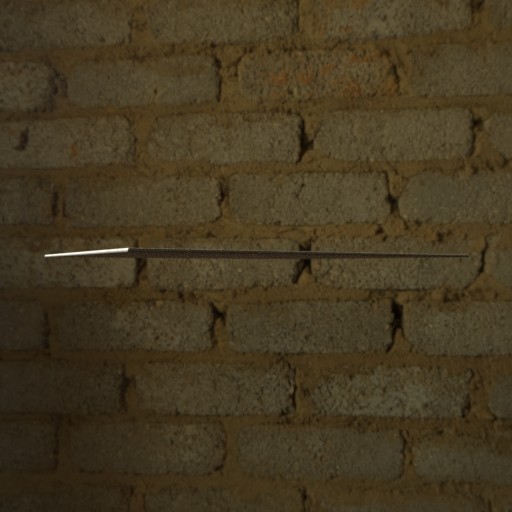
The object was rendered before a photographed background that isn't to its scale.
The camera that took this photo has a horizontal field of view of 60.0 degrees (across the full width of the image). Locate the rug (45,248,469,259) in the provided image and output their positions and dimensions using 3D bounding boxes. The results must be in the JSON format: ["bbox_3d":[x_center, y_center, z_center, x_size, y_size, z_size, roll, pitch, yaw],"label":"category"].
[{"bbox_3d":[0.000,0.000,2.737,2.132,0.015,1.526,1,-1,-35],"label":"rug"}]
